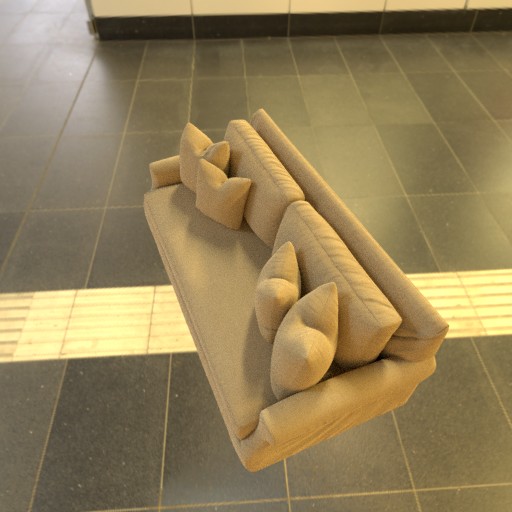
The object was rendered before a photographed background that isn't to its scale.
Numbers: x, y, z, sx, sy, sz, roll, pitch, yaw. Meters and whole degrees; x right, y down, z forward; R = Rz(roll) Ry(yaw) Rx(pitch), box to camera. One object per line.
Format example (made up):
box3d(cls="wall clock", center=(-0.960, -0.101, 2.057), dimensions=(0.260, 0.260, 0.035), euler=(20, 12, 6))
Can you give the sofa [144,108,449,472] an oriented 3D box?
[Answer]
box3d(cls="sofa", center=(0.000, 0.000, 2.844), dimensions=(1.067, 0.904, 2.285), euler=(-17, 50, -16))
